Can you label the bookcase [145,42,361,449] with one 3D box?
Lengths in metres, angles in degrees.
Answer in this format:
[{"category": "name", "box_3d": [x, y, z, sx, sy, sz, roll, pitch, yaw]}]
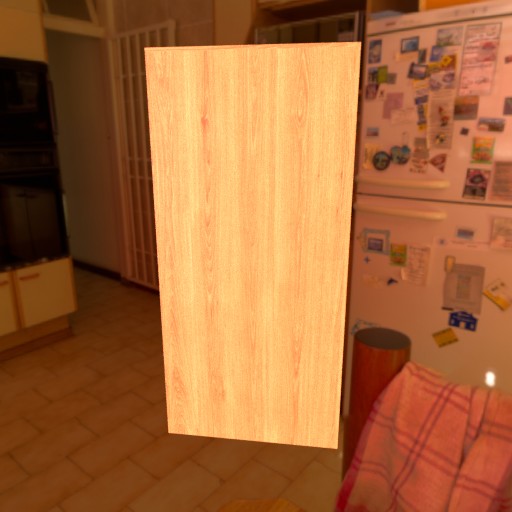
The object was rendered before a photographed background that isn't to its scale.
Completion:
[{"category": "bookcase", "box_3d": [0.000, 0.000, 2.397, 0.950, 2.020, 0.420, 2, 16, 8]}]
